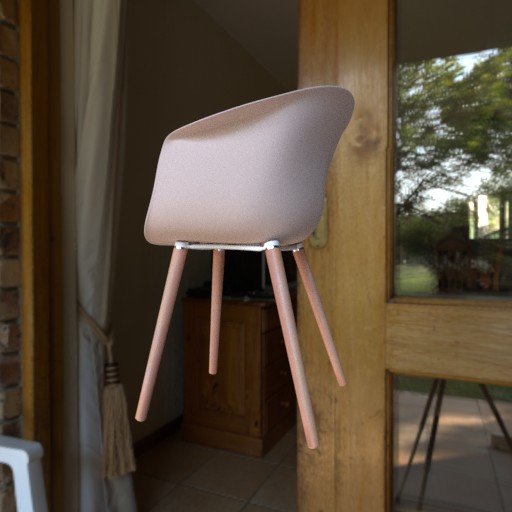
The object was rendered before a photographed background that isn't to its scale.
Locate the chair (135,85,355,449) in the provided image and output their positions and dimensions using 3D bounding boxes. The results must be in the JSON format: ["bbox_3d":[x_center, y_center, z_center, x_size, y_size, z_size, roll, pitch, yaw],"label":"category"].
[{"bbox_3d":[0.000,0.000,1.172,0.504,0.781,0.593,0,1,19],"label":"chair"}]
